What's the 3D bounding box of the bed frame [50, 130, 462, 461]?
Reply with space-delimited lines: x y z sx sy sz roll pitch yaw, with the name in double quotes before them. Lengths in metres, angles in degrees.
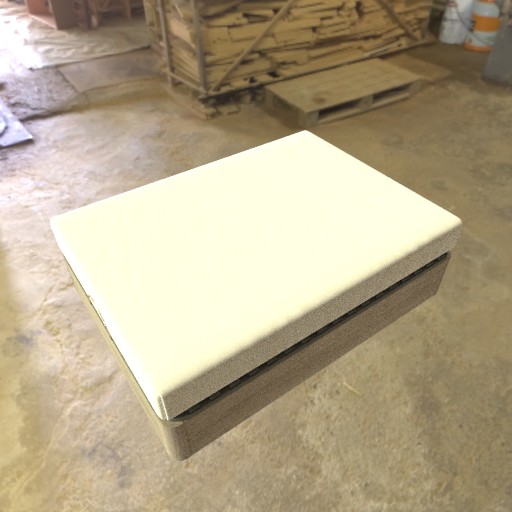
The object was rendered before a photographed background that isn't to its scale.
"bed frame" 0.000 0.000 2.647 1.900 0.561 1.400 -25 48 -26
